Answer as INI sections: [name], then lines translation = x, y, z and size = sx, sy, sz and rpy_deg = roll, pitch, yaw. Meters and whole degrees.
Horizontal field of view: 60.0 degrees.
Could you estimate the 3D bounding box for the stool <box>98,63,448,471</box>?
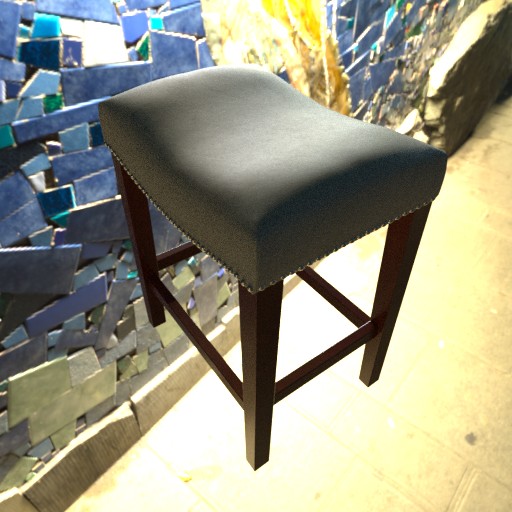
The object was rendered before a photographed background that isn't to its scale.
[stool]
translation = 0.000, 0.000, 0.926
size = 0.375, 0.632, 0.509
rpy_deg = -26, 47, -26
